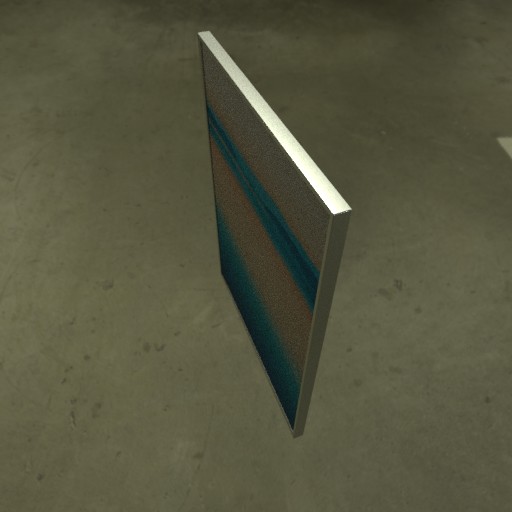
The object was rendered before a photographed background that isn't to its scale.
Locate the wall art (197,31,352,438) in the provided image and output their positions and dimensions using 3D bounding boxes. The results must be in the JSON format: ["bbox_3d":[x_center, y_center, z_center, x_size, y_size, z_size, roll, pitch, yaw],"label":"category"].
[{"bbox_3d":[0.000,0.000,1.395,0.037,1.062,0.801,-17,50,-14],"label":"wall art"}]
